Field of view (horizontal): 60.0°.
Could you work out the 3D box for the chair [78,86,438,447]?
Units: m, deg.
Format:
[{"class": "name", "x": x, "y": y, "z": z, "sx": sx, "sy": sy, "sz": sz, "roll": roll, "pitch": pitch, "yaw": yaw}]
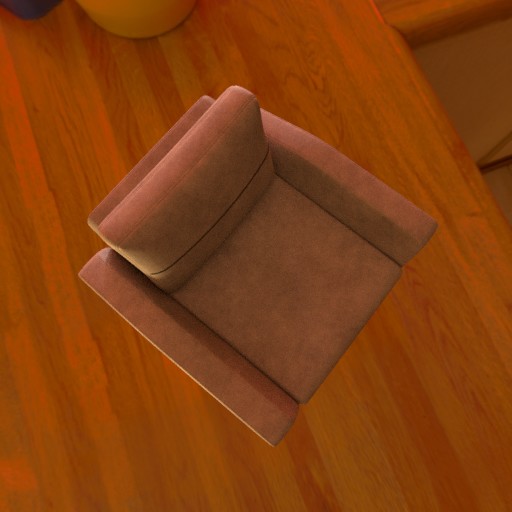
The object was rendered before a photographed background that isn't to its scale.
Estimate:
[{"class": "chair", "x": 0.000, "y": 0.000, "z": 1.572, "sx": 0.900, "sy": 0.800, "sz": 0.900, "roll": 38, "pitch": 79, "yaw": 9}]
